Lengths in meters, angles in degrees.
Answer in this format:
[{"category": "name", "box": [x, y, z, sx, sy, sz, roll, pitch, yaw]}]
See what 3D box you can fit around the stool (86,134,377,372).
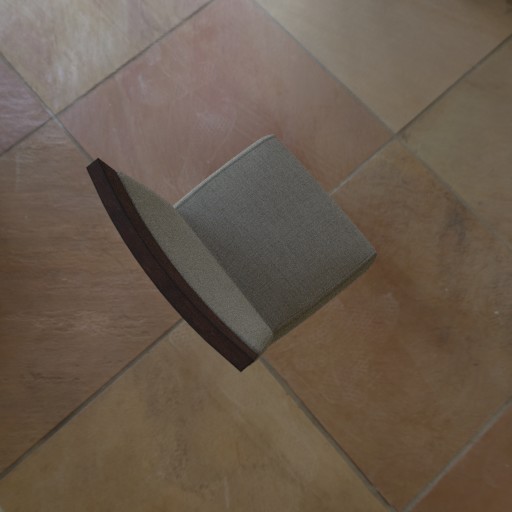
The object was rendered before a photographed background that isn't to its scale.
[{"category": "stool", "box": [0.000, 0.000, 1.414, 0.531, 1.117, 0.511, -38, 80, -8]}]
